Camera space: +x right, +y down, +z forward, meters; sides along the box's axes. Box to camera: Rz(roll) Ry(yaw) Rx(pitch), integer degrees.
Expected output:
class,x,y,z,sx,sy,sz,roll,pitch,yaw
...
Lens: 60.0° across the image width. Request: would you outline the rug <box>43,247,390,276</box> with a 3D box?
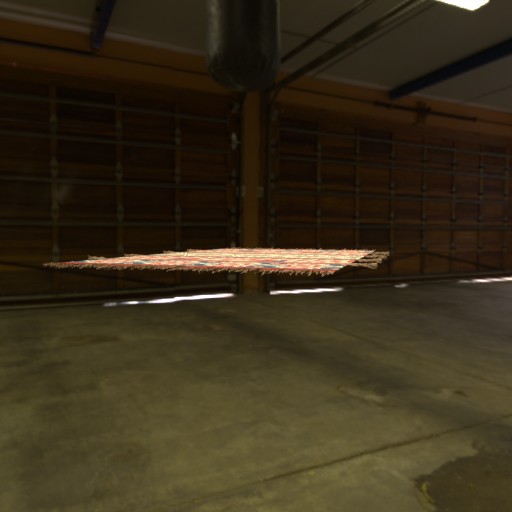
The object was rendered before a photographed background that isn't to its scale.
class,x,y,z,sx,sy,sz,roll,pitch,yaw
rug,0.000,0.000,3.167,1.778,0.048,2.450,1,3,19
